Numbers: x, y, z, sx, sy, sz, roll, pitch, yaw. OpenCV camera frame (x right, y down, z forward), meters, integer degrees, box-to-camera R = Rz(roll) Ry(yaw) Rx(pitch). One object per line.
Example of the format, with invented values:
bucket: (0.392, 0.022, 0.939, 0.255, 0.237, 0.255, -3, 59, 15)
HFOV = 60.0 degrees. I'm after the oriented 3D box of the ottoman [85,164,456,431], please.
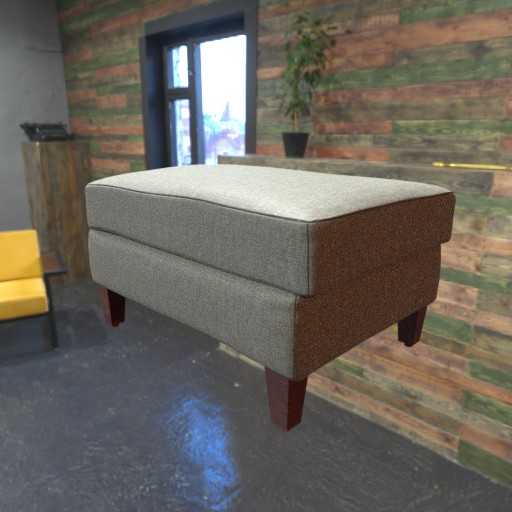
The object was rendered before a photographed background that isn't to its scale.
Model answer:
ottoman: (0.000, 0.000, 1.264, 0.639, 0.494, 0.873, -15, 21, -43)
